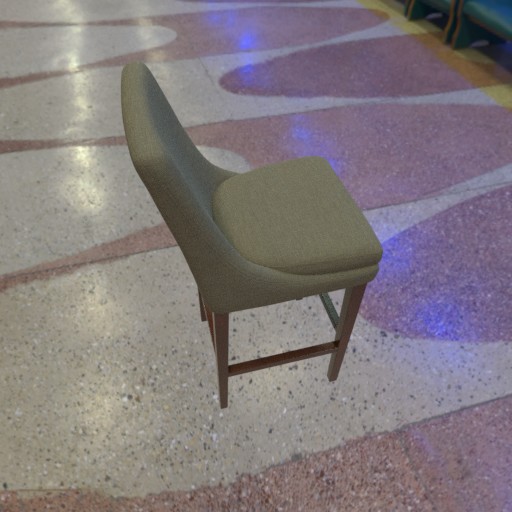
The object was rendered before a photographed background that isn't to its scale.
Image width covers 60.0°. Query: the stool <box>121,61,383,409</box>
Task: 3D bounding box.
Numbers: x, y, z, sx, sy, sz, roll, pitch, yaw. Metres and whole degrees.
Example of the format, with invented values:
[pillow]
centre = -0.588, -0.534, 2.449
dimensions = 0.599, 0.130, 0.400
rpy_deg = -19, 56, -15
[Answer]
[stool]
centre = 0.000, 0.000, 1.348
dimensions = 0.577, 1.078, 0.470
rpy_deg = -11, 49, -10
